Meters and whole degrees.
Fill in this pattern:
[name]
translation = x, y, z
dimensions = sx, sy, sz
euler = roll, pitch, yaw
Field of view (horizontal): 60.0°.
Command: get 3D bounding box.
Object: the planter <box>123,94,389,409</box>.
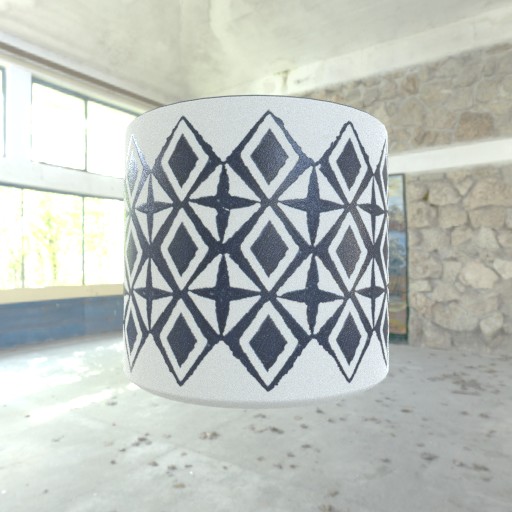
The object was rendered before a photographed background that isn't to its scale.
[planter]
translation = 0.000, 0.000, 0.391
dimensions = 0.224, 0.203, 0.224
euler = 0, -1, 0
